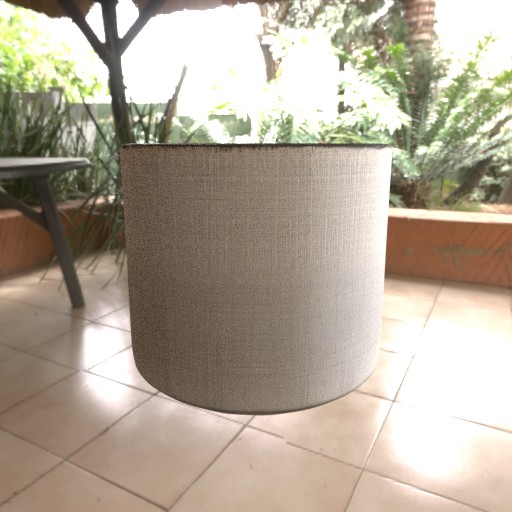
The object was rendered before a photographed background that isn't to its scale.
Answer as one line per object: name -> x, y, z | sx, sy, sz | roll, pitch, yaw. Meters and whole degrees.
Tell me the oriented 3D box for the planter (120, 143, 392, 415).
planter -> 0.000, 0.000, 0.449 | 0.254, 0.221, 0.254 | 0, 14, 0
